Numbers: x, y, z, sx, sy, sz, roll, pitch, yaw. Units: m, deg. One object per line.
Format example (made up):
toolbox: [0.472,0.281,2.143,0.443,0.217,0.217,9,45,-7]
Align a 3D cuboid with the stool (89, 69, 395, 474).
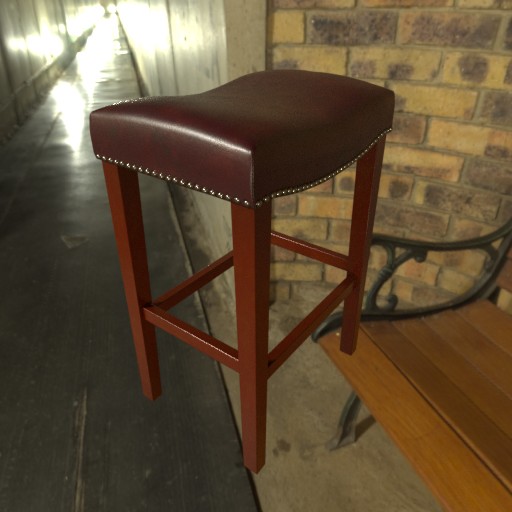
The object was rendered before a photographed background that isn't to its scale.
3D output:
stool: [0.000,0.000,1.018,0.372,0.742,0.504,21,37,31]
